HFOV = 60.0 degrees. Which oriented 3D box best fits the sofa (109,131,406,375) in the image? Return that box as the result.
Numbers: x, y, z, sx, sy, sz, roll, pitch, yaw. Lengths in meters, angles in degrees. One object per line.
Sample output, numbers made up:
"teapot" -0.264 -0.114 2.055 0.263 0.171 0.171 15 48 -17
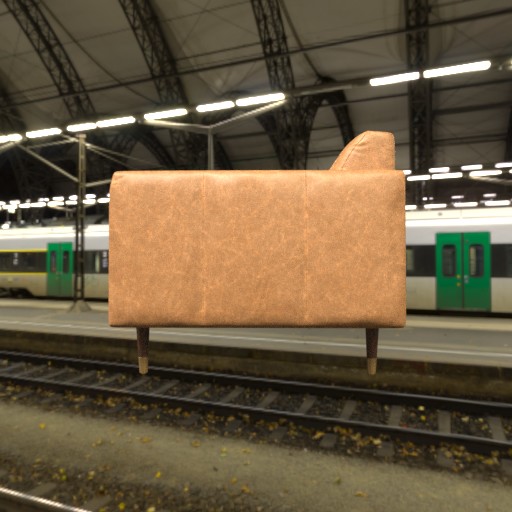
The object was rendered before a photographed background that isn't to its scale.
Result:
"sofa" 0.000 0.000 2.122 0.960 0.820 1.549 0 -1 1
